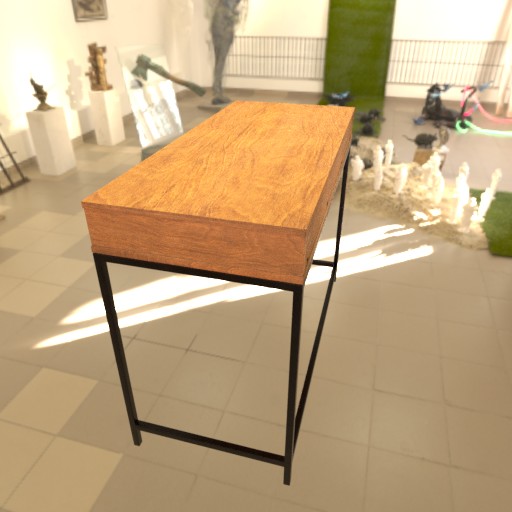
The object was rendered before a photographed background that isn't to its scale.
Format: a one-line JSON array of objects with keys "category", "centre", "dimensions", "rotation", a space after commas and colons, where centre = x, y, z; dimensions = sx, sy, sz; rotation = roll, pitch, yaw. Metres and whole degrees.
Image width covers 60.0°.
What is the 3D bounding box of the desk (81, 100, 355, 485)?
[{"category": "desk", "centre": [0.000, 0.000, 1.451], "dimensions": [0.470, 0.762, 1.016], "rotation": [8, 32, 13]}]
